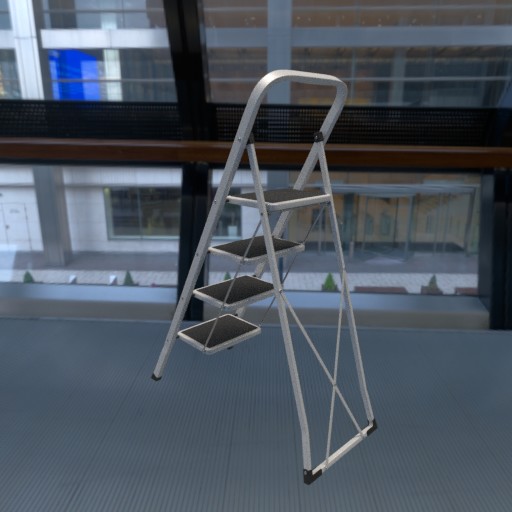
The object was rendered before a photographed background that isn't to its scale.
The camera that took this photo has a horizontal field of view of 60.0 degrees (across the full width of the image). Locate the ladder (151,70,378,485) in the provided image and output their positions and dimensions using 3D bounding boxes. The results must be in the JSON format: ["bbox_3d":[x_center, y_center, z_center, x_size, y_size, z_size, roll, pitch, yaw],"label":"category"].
[{"bbox_3d":[0.000,0.000,1.693,0.460,1.265,0.914,-15,22,-42],"label":"ladder"}]
